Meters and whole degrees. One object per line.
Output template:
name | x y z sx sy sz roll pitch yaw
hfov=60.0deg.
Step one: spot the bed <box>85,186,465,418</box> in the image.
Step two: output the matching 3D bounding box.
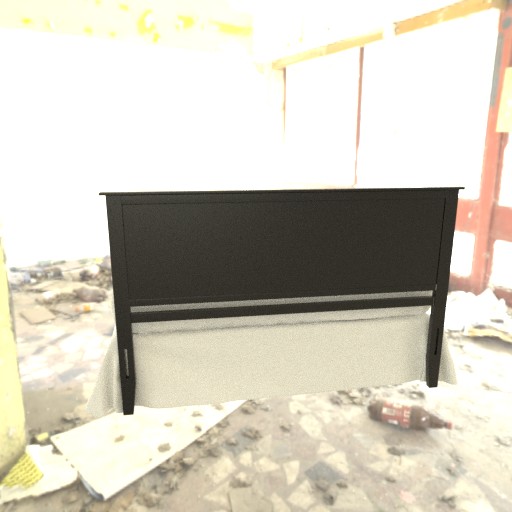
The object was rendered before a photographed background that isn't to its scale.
bed | 0.000 0.000 3.566 2.315 1.271 2.219 -2 14 -9
